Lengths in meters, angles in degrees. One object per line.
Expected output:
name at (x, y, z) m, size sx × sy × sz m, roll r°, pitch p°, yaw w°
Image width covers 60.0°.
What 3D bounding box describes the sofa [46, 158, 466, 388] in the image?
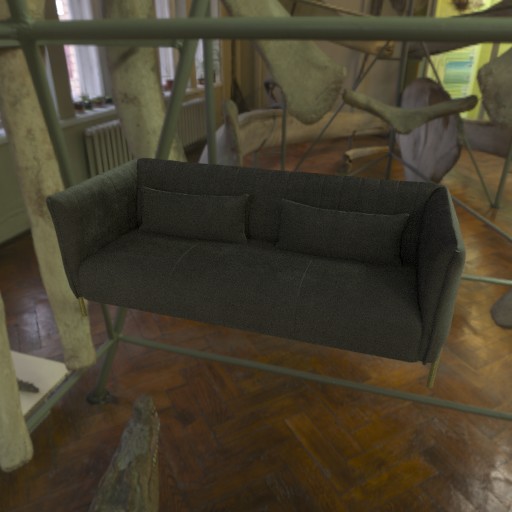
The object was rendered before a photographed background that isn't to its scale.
sofa at (0.000, 0.000, 2.447) m, size 1.980 × 0.780 × 0.876 m, roll 8°, pitch 28°, yaw 16°
